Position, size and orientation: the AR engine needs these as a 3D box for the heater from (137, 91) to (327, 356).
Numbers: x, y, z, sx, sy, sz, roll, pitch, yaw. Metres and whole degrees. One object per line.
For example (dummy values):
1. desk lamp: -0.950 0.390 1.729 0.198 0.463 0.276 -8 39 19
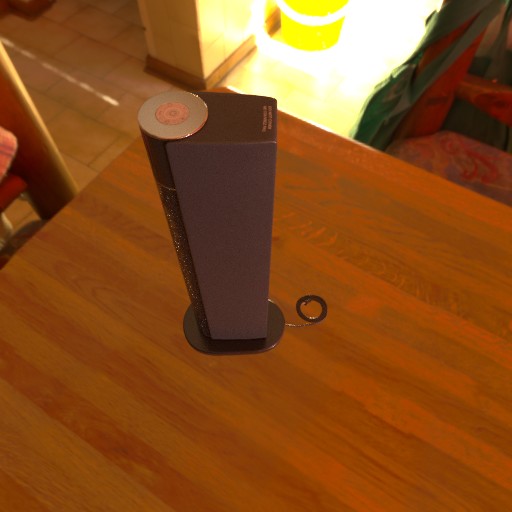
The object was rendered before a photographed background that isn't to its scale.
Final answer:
1. heater: 0.000 0.000 1.052 0.458 0.856 0.214 2 59 1
